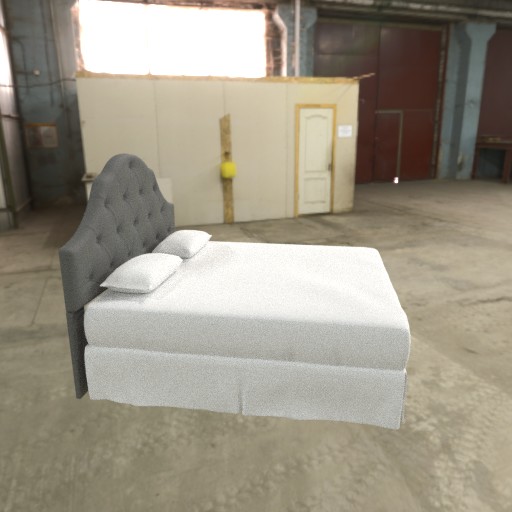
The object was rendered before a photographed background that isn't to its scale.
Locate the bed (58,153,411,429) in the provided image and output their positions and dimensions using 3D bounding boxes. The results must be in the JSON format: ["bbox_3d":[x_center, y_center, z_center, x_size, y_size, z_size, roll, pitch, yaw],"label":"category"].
[{"bbox_3d":[0.000,0.000,3.614,2.214,1.615,2.008,2,16,9],"label":"bed"}]
